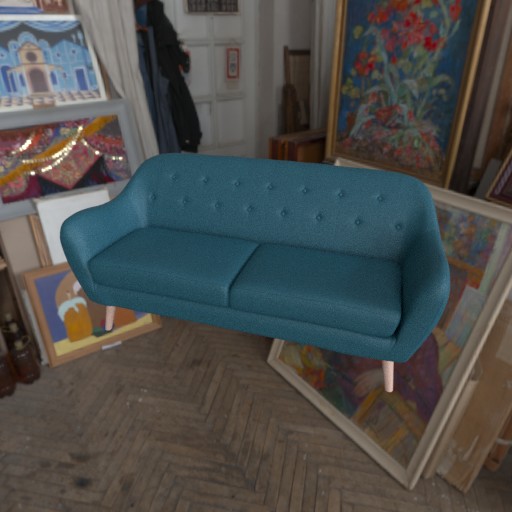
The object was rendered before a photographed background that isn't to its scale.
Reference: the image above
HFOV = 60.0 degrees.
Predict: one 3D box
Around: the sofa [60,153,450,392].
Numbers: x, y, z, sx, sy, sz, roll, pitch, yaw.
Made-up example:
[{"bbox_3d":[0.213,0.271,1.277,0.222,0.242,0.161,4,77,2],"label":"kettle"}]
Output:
[{"bbox_3d":[0.000,0.000,2.354,1.840,0.836,0.820,9,29,16],"label":"sofa"}]
